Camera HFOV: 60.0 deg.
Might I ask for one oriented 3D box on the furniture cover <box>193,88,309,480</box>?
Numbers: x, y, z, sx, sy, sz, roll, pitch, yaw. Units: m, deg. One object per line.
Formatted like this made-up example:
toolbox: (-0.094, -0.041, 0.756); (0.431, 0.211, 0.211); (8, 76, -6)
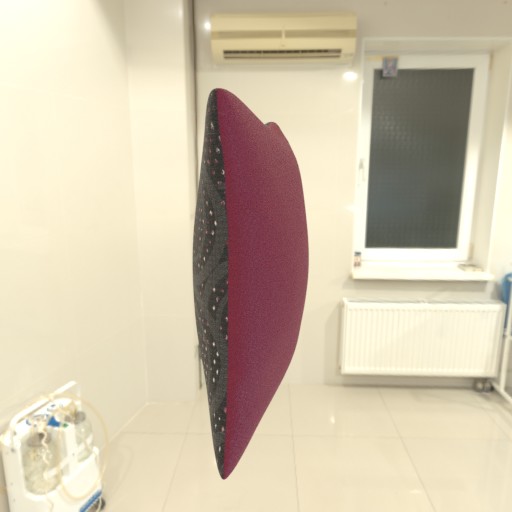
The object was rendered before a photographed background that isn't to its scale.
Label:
furniture cover: (0.000, 0.000, 0.812); (0.193, 0.509, 0.552); (2, 13, 9)
